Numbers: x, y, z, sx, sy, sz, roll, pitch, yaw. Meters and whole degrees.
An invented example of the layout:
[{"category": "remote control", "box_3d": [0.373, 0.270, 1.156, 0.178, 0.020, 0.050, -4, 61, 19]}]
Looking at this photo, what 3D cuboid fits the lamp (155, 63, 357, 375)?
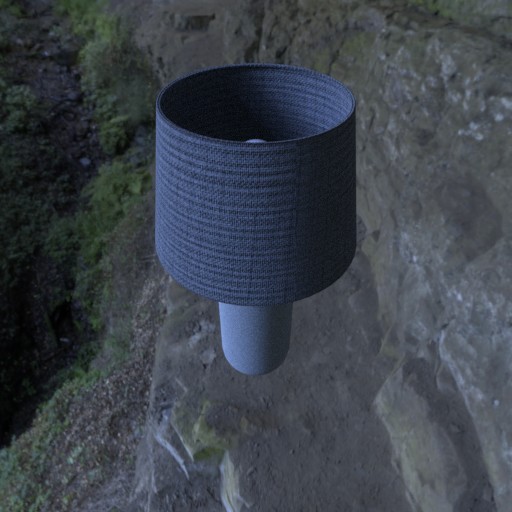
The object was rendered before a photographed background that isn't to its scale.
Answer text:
[{"category": "lamp", "box_3d": [0.000, 0.000, 0.588, 0.251, 0.429, 0.251, 0, 42, 0]}]
